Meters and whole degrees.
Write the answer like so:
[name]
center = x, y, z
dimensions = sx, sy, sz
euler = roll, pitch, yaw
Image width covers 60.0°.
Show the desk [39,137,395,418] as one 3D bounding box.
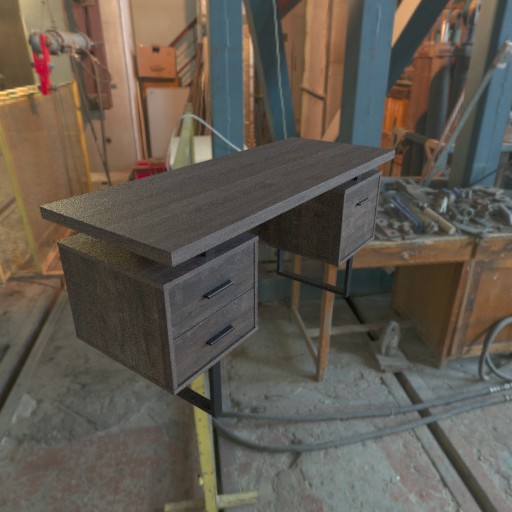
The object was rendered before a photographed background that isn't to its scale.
[desk]
center = 0.000, 0.000, 1.973
dimensions = 0.600, 0.760, 1.524
euler = 17, 30, 32
